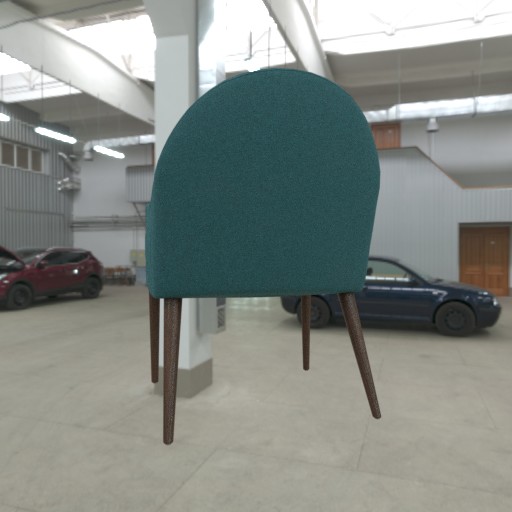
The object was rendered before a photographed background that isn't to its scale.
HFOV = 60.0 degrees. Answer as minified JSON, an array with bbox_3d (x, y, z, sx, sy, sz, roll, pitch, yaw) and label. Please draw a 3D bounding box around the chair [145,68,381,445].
[{"bbox_3d":[0.000,0.000,1.369,0.656,0.907,0.652,0,1,-16],"label":"chair"}]
